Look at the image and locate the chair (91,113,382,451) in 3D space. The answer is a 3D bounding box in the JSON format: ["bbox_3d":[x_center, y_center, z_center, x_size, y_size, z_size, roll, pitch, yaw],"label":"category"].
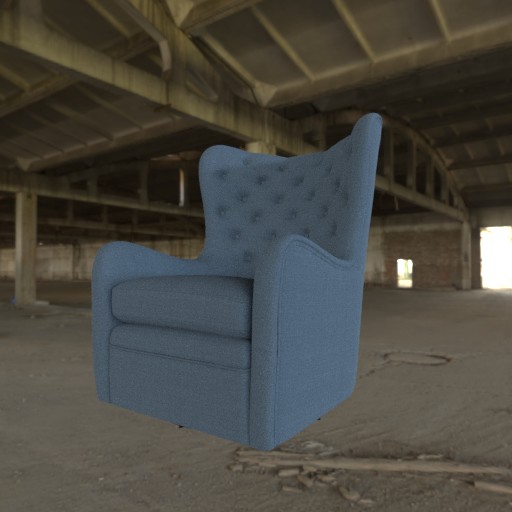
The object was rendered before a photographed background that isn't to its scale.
[{"bbox_3d":[0.000,0.000,1.709,0.831,1.079,0.930,-1,-2,36],"label":"chair"}]
